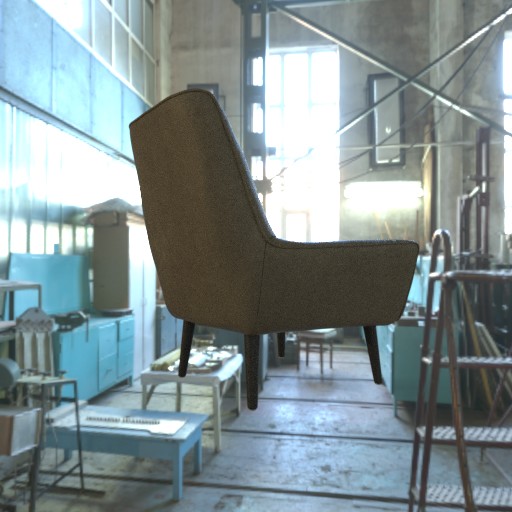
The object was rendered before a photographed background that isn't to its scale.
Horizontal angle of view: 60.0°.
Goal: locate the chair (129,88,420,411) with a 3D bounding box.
[{"bbox_3d":[0.000,0.000,1.553,0.824,0.888,0.787,1,-1,-36],"label":"chair"}]
